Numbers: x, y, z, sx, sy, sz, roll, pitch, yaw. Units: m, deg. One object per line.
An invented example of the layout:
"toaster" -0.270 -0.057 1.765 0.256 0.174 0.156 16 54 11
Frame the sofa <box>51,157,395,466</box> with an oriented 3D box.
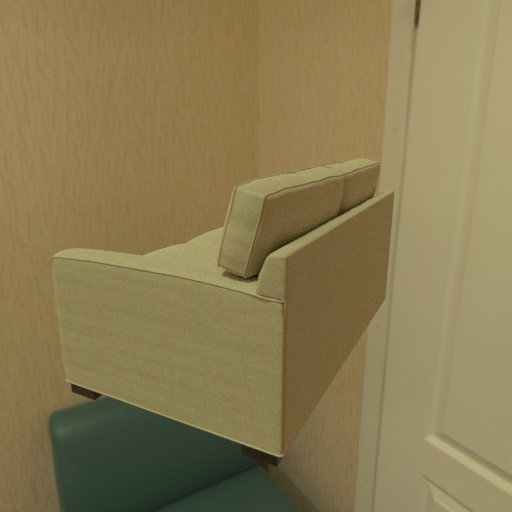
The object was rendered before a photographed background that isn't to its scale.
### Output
"sofa" 0.000 0.000 2.054 0.942 0.853 1.484 8 18 26
